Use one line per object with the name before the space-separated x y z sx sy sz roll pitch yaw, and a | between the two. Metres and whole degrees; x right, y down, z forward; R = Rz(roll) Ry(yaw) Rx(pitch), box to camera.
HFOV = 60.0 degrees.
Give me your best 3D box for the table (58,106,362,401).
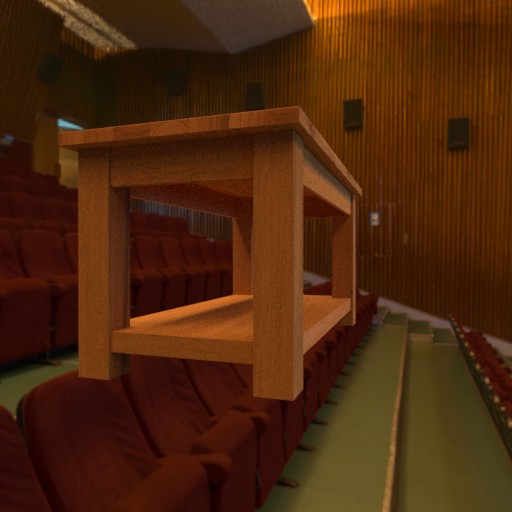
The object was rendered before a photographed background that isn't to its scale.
table | 0.000 0.000 1.159 0.450 0.452 0.899 0 0 19
